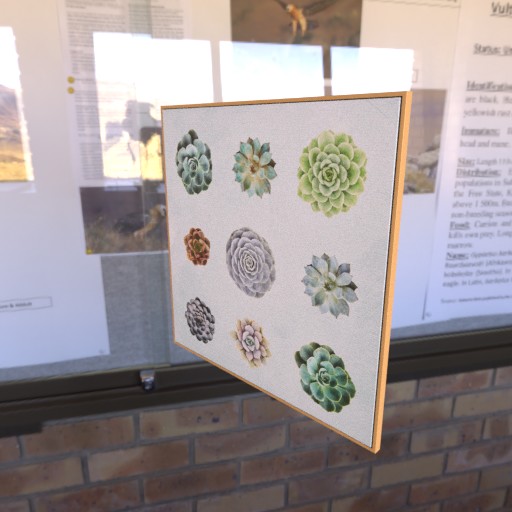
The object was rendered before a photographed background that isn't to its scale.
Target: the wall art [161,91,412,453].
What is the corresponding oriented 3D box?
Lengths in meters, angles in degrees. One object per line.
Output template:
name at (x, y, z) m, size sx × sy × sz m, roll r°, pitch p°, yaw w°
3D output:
wall art at (0.000, 0.000, 0.686) m, size 0.457 × 0.455 × 0.013 m, roll 15°, pitch 22°, yaw 42°
